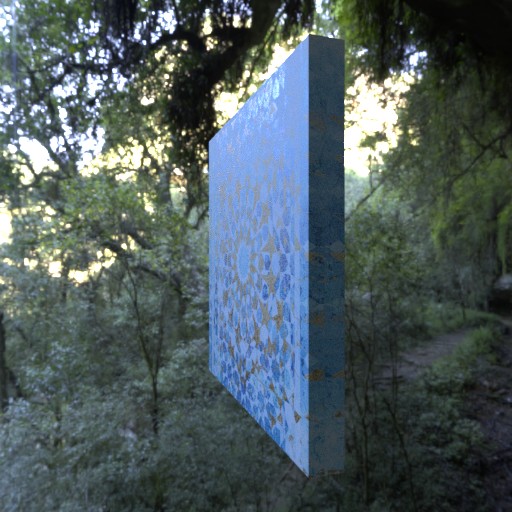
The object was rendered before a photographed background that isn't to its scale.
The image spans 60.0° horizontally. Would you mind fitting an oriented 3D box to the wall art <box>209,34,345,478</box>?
[{"bbox_3d":[0.000,0.000,0.600,0.037,0.405,0.405,0,0,-19],"label":"wall art"}]
